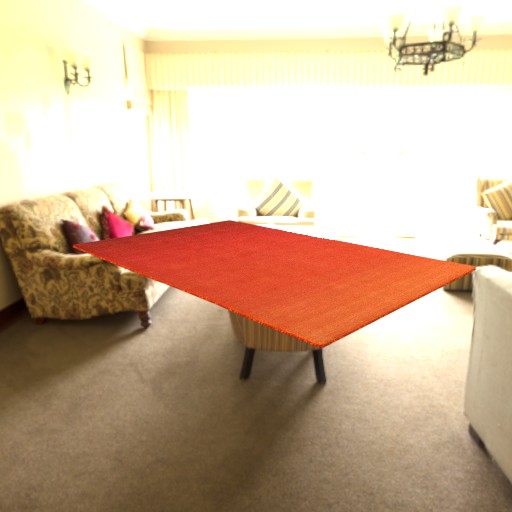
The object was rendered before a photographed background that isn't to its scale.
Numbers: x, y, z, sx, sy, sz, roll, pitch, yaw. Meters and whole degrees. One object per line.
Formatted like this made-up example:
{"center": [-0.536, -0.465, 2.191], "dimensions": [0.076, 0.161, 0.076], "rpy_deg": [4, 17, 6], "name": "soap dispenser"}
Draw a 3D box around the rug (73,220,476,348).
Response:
{"center": [0.000, 0.000, 2.377], "dimensions": [1.230, 0.018, 1.835], "rpy_deg": [-14, 20, -42], "name": "rug"}
